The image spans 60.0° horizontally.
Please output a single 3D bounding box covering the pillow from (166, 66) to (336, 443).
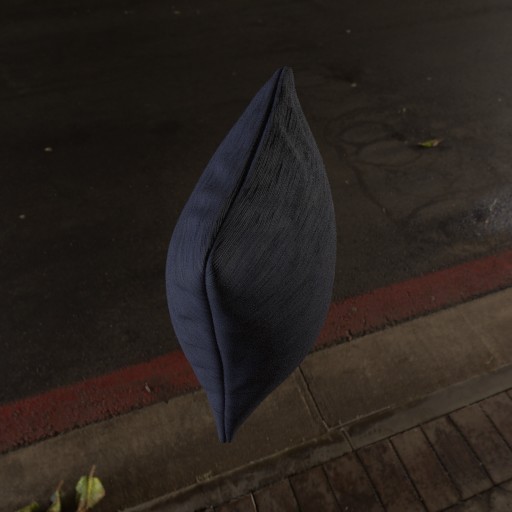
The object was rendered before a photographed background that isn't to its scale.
[{"bbox_3d":[0.000,0.000,0.682,0.246,0.414,0.432,9,47,8],"label":"pillow"}]
